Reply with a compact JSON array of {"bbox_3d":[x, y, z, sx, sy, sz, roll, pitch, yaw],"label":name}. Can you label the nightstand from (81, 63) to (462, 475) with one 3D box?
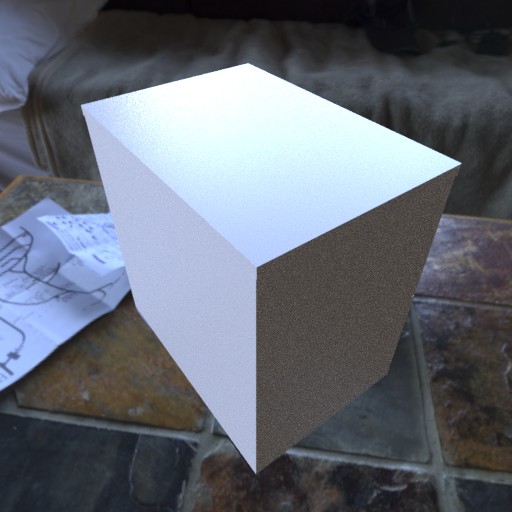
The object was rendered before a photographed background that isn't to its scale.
[{"bbox_3d":[0.000,0.000,0.755,0.325,0.460,0.441,-26,48,-26],"label":"nightstand"}]
